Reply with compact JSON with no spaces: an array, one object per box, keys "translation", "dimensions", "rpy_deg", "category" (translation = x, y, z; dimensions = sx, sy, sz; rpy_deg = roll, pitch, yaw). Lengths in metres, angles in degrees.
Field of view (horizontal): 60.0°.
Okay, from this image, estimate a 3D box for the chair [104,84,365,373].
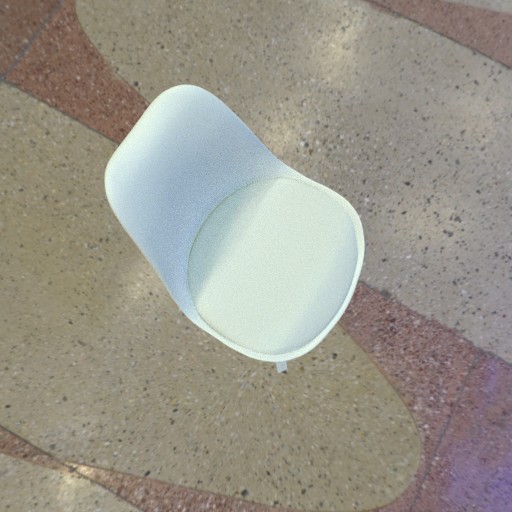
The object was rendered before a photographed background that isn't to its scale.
[{"translation":[0.000,0.000,1.196],"dimensions":[0.550,0.850,0.485],"rpy_deg":[30,78,7],"category":"chair"}]
